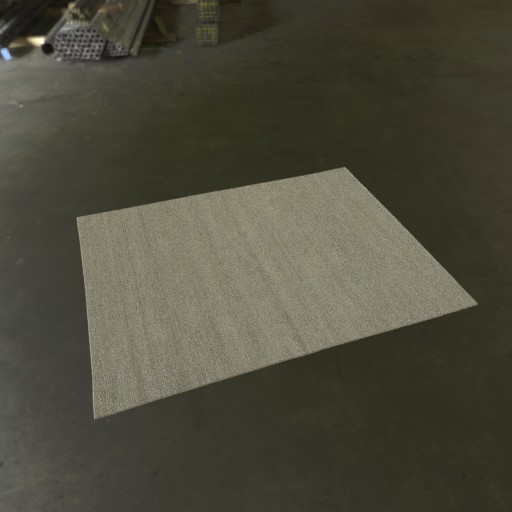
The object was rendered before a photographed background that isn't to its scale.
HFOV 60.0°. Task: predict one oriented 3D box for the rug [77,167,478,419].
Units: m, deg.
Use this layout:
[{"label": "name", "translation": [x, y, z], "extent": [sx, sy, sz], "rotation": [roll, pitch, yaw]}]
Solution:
[{"label": "rug", "translation": [0.000, 0.000, 4.817], "extent": [3.626, 0.051, 2.757], "rotation": [-13, 43, -14]}]
